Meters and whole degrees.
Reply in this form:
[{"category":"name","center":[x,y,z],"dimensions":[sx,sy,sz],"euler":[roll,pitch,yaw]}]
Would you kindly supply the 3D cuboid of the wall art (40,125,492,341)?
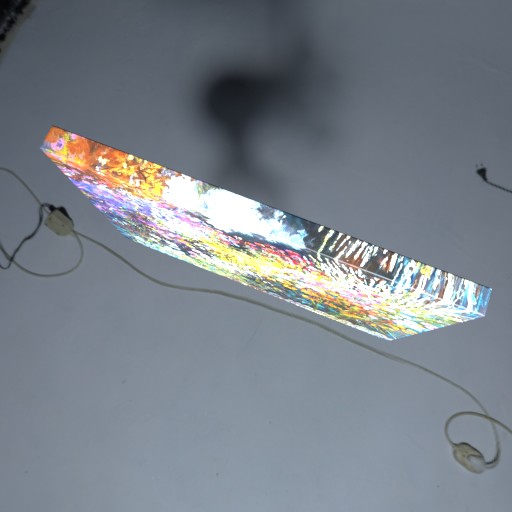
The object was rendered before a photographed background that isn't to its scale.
[{"category":"wall art","center":[0.000,0.000,0.766],"dimensions":[0.610,0.406,0.037],"euler":[21,76,5]}]
